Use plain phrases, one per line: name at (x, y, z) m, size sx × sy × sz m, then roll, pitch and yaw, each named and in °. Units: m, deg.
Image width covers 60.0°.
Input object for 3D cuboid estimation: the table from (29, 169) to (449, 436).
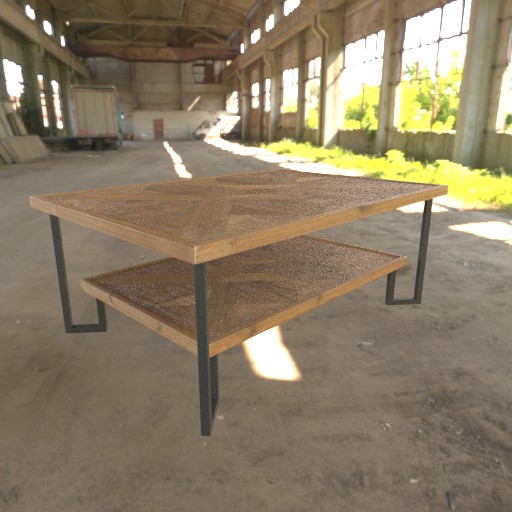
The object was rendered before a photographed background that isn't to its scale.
table at (0.000, 0.000, 1.656) m, size 0.877 × 0.492 × 1.238 m, roll 16°, pitch 23°, yaw 42°
